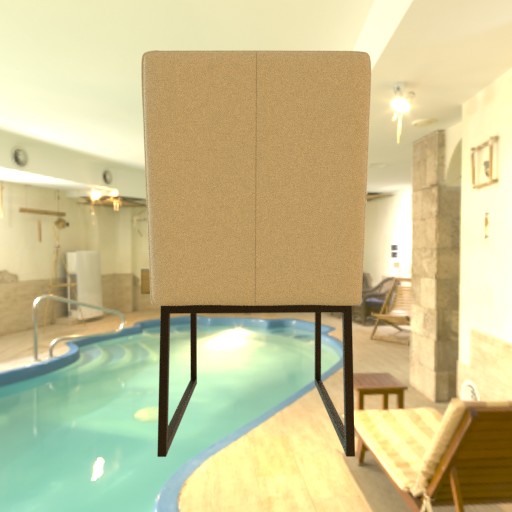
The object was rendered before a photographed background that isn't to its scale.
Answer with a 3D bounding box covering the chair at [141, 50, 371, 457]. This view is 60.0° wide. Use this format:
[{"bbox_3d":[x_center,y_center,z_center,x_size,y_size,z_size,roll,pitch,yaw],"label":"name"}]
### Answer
[{"bbox_3d":[0.000,0.000,1.283,0.520,0.930,0.634,0,1,0],"label":"chair"}]
